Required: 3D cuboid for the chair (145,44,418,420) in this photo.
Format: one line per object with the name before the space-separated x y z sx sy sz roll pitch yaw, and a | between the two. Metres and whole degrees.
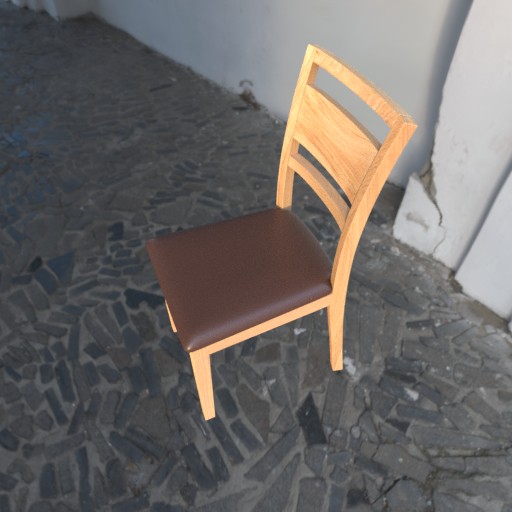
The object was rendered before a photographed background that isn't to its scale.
chair | 0.000 0.000 1.241 0.545 0.940 0.420 -18 50 -15
